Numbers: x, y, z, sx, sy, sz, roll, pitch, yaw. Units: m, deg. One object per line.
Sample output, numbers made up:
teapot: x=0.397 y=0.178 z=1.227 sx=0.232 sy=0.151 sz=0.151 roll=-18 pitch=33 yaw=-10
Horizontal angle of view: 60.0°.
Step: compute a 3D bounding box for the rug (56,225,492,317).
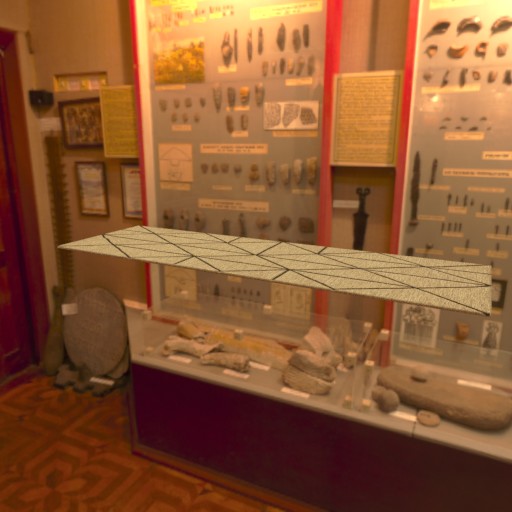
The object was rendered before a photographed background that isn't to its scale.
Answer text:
rug: x=0.000 y=0.000 z=2.579 sx=2.438 sy=0.012 sz=0.762 roll=8 pitch=17 yaw=26
